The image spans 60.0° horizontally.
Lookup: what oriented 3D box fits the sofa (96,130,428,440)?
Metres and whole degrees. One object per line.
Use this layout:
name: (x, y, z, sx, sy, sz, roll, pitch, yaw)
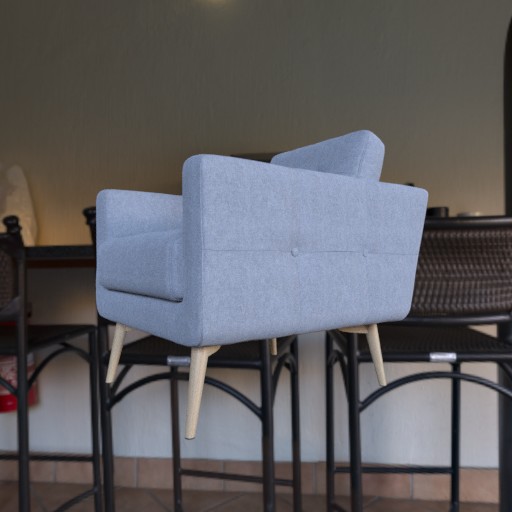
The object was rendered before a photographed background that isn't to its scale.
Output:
sofa: (0.000, 0.000, 1.517, 0.920, 0.860, 0.770, 0, 0, -37)
